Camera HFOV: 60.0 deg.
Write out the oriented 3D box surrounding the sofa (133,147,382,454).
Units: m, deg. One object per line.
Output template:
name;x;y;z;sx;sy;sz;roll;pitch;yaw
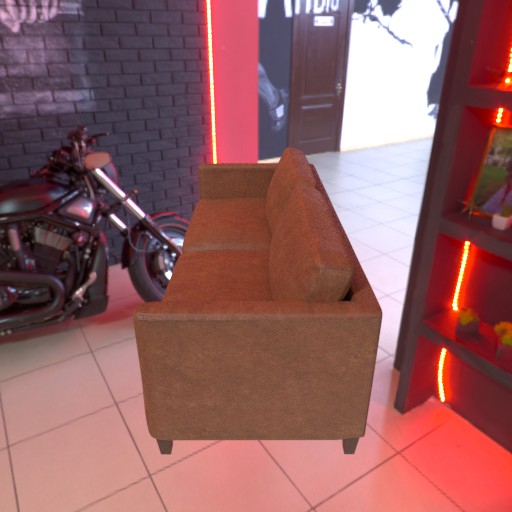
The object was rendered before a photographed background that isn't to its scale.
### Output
sofa;0.000;0.000;2.708;0.950;0.932;2.204;0;26;0
